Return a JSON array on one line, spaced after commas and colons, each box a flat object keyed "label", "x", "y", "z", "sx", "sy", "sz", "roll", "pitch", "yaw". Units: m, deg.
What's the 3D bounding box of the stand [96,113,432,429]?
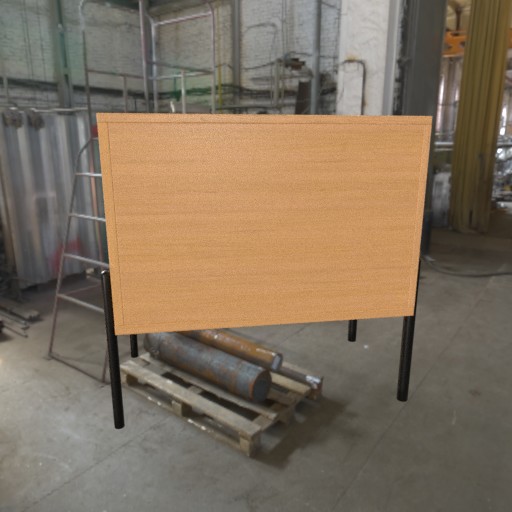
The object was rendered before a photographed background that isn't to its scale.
[{"label": "stand", "x": 0.000, "y": 0.000, "z": 1.021, "sx": 0.630, "sy": 0.600, "sz": 0.400, "roll": -2, "pitch": 15, "yaw": -9}]
